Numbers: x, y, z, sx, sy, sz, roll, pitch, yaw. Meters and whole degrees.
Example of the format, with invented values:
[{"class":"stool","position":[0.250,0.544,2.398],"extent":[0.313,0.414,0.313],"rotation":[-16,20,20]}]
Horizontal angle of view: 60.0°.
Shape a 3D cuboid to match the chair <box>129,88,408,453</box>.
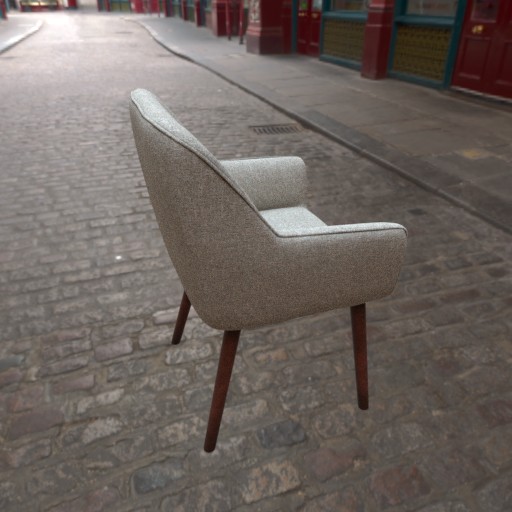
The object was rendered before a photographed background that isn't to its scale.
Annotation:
[{"class":"chair","position":[0.000,0.000,1.154],"extent":[0.519,0.803,0.543],"rotation":[-10,31,-18]}]
